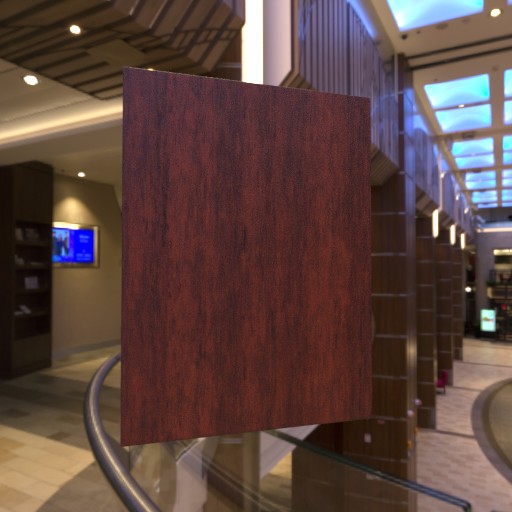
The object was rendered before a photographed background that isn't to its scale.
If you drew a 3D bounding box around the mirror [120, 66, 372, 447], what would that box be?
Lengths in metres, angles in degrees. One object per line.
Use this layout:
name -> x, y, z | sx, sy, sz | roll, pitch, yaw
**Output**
mirror -> 0.000, 0.000, 1.035 | 0.600, 0.805, 0.021 | 0, -1, -17
